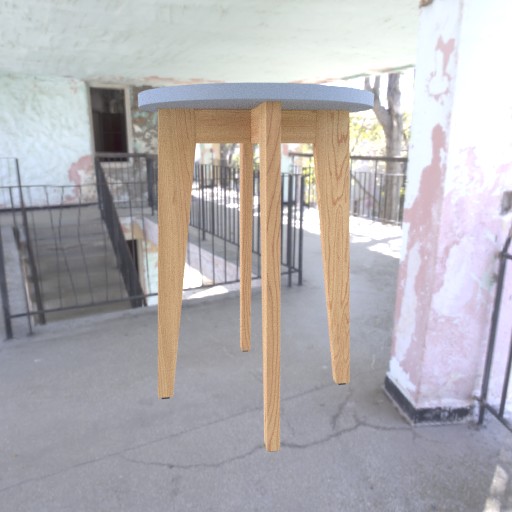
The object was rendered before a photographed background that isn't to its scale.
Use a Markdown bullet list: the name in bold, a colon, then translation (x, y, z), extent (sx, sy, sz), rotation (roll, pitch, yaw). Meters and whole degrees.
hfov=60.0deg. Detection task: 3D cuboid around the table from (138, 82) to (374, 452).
- **table**: translation (0.000, 0.000, 0.739), extent (0.350, 0.500, 0.350), rotation (0, 14, 0)
